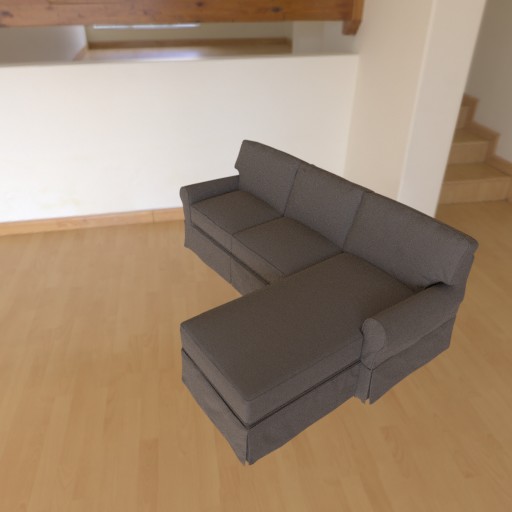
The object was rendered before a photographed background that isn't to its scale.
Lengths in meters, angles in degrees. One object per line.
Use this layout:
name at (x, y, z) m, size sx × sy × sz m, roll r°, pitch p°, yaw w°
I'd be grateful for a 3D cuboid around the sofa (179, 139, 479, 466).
sofa at (0.000, 0.000, 3.340) m, size 1.733 × 0.978 × 2.475 m, roll -21°, pitch 38°, yaw -29°
